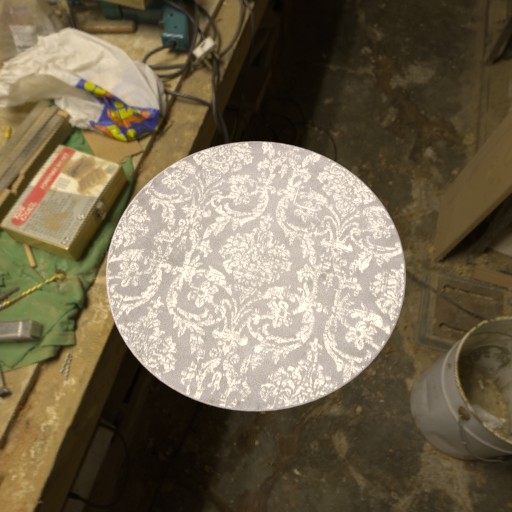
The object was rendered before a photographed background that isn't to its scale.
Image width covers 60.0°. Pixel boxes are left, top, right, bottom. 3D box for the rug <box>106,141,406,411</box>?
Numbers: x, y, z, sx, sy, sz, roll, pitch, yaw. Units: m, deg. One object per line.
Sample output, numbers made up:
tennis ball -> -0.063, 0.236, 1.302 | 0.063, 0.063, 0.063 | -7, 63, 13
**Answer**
rug -> 0.000, 0.000, 2.382 | 1.593, 0.012, 1.593 | 0, 63, 0
